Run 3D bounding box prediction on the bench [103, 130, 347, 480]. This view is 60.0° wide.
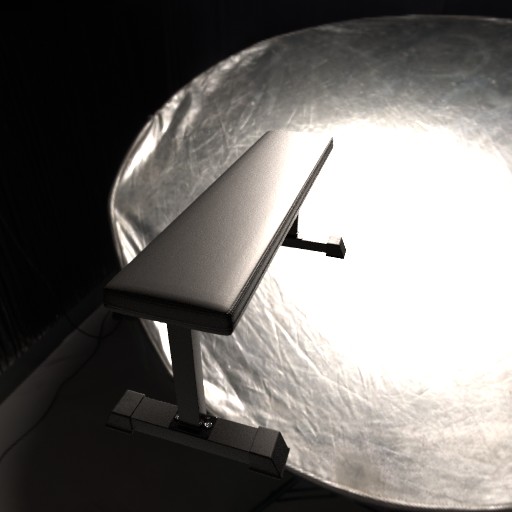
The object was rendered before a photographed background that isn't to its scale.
[{"bbox_3d":[0.000,0.000,1.299,0.439,0.453,1.072,10,33,15],"label":"bench"}]
